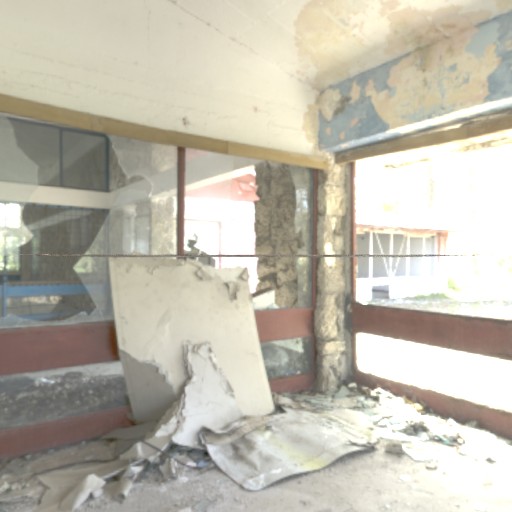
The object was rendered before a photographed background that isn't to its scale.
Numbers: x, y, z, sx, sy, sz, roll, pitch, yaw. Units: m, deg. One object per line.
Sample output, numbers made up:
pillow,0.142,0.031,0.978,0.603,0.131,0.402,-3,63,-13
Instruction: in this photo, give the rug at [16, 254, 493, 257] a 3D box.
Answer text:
rug,0.000,0.000,2.981,2.465,0.012,1.465,0,-1,0
